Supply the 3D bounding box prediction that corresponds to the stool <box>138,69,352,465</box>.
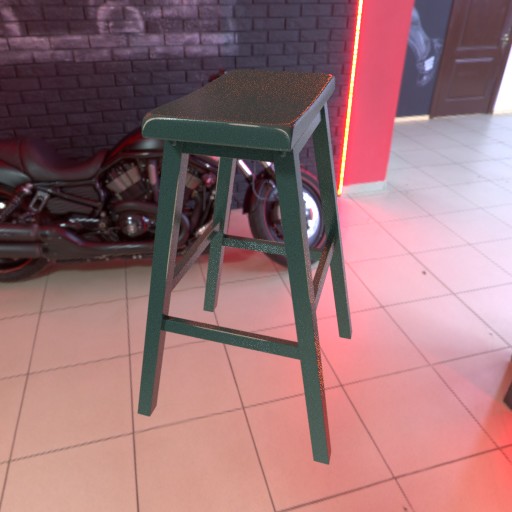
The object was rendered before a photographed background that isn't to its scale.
[{"bbox_3d":[0.000,0.000,1.033,0.476,0.737,0.457,9,33,14],"label":"stool"}]
